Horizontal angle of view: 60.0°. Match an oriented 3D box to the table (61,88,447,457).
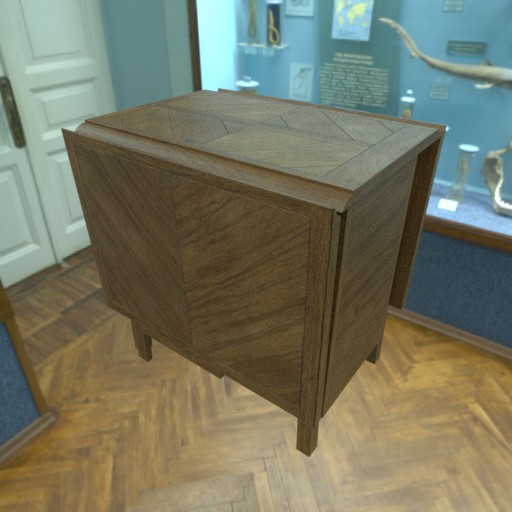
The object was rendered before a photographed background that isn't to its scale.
[{"bbox_3d":[0.000,0.000,1.289,0.746,0.763,0.591,22,38,30],"label":"table"}]
